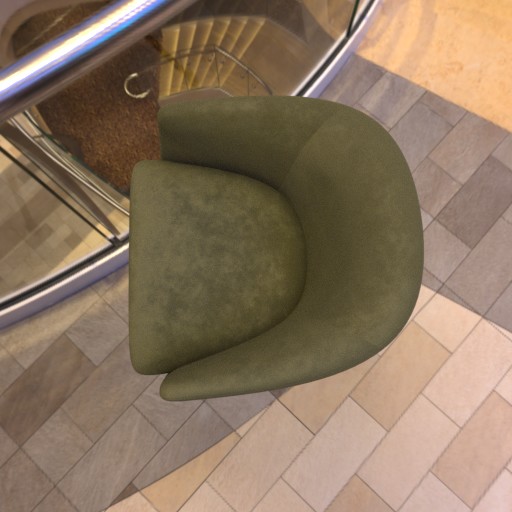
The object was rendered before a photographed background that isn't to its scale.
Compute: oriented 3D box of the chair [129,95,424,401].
[{"bbox_3d":[0.000,0.000,1.329,0.767,0.698,0.773,-3,77,-1],"label":"chair"}]
